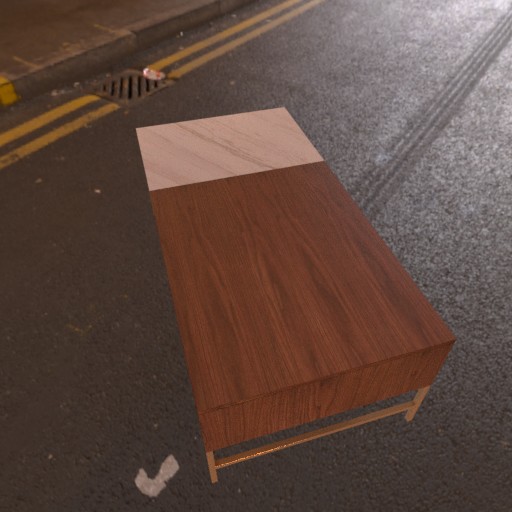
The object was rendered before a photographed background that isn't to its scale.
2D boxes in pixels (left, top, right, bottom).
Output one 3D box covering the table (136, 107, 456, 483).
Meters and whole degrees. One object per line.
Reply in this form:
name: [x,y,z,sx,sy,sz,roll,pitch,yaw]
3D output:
table: [0.000,0.000,1.970,0.789,0.551,1.553,-12,46,-12]
